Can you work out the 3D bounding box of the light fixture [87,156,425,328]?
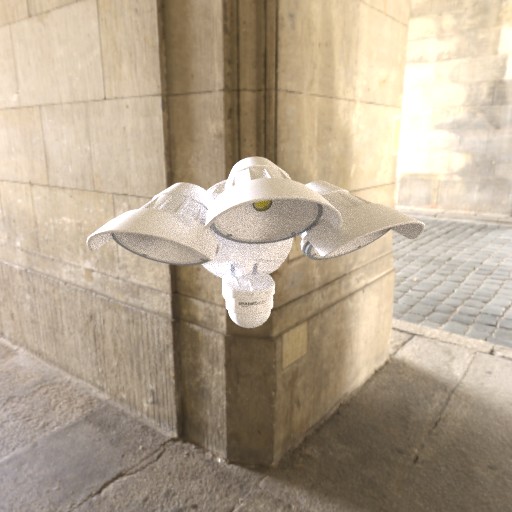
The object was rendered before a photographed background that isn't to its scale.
[{"bbox_3d":[0.000,0.000,0.543,0.369,0.237,0.278,-2,15,-8],"label":"light fixture"}]
